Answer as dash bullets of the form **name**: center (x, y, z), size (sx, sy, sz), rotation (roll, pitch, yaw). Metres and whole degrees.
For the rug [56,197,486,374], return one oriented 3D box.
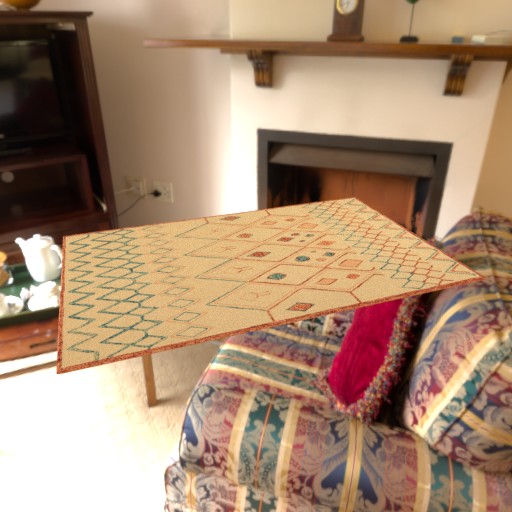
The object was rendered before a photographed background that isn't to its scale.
- **rug**: center (0.000, 0.000, 2.967), size (2.438, 0.015, 1.524), rotation (-10, 29, -18)
